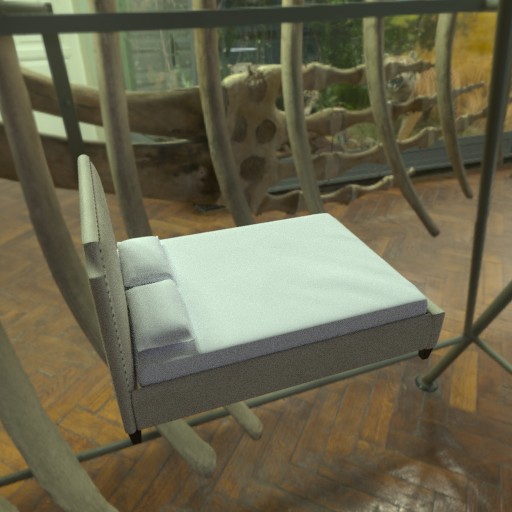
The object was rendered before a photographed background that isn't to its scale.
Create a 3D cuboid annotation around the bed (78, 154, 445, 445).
[{"bbox_3d":[0.000,0.000,3.445,2.372,1.443,1.712,-11,33,-17],"label":"bed"}]
